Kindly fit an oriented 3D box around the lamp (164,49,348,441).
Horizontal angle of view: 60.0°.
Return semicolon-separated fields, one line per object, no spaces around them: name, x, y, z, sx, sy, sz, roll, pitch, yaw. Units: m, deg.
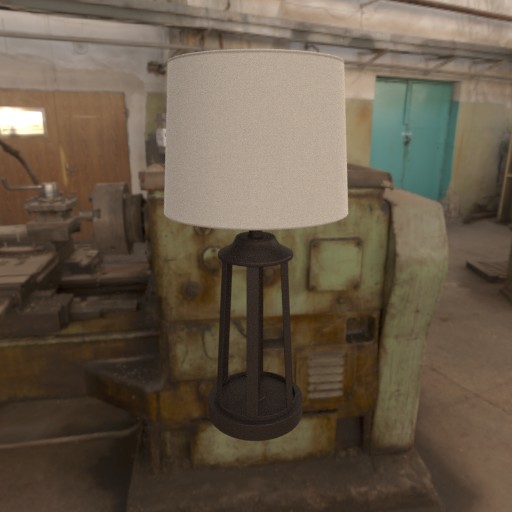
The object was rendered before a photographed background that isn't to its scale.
lamp;0.000;0.000;0.634;0.251;0.509;0.251;0;16;0
